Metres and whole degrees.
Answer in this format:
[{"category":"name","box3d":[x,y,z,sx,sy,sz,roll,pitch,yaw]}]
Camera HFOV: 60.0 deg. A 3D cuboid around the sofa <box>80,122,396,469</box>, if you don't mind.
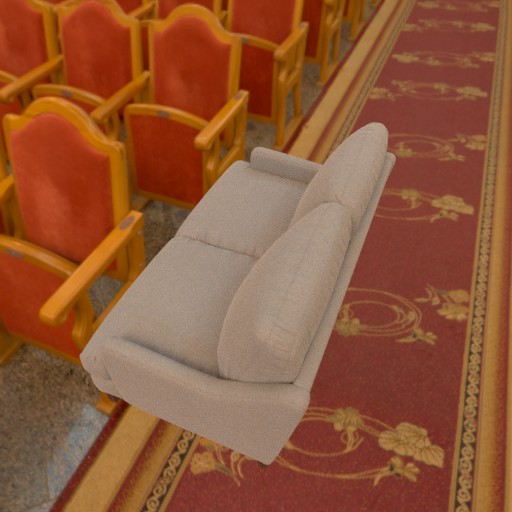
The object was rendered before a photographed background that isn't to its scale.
[{"category":"sofa","box3d":[0.000,0.000,2.176,0.987,0.921,1.589,17,48,16]}]
